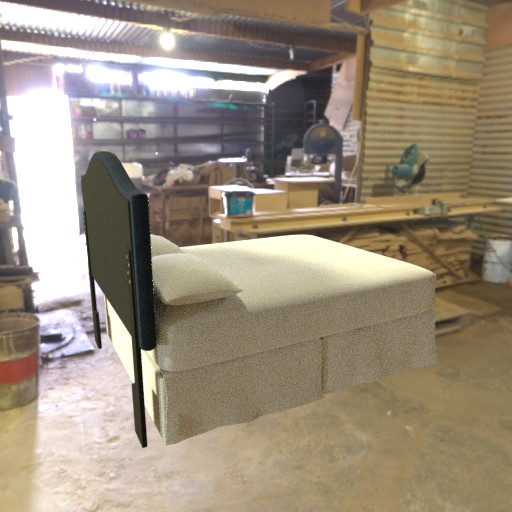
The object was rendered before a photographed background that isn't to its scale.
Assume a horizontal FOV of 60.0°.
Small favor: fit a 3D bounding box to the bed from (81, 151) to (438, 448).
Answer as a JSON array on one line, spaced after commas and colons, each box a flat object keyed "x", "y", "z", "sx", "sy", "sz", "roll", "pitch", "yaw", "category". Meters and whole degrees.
[{"x": 0.000, "y": 0.000, "z": 3.274, "sx": 2.153, "sy": 1.518, "sz": 1.713, "roll": -7, "pitch": 16, "yaw": -28, "category": "bed"}]
